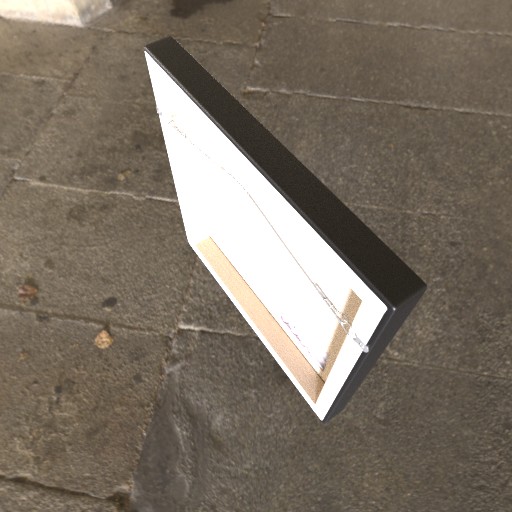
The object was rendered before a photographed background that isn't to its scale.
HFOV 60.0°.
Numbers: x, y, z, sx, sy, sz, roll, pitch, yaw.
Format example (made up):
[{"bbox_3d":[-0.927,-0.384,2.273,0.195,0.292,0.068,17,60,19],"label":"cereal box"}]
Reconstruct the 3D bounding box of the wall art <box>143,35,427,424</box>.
[{"bbox_3d":[0.000,0.000,0.594,0.041,0.407,0.406,-31,63,-18],"label":"wall art"}]
